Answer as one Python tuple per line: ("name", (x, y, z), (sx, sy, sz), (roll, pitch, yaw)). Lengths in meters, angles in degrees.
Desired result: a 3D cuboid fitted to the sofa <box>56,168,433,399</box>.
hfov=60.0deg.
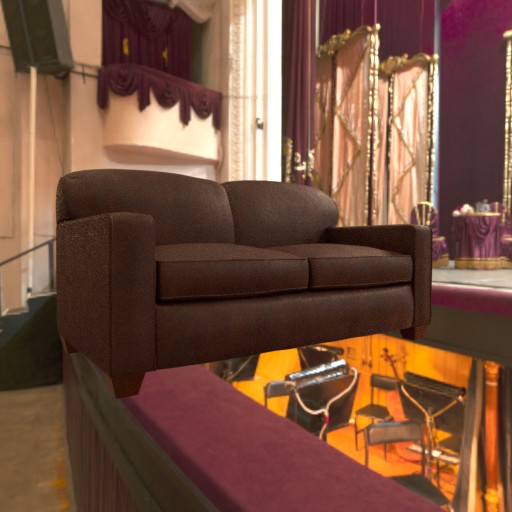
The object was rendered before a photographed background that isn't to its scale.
("sofa", (0.000, 0.000, 2.403), (1.856, 0.966, 1.000), (-1, 2, -34))
